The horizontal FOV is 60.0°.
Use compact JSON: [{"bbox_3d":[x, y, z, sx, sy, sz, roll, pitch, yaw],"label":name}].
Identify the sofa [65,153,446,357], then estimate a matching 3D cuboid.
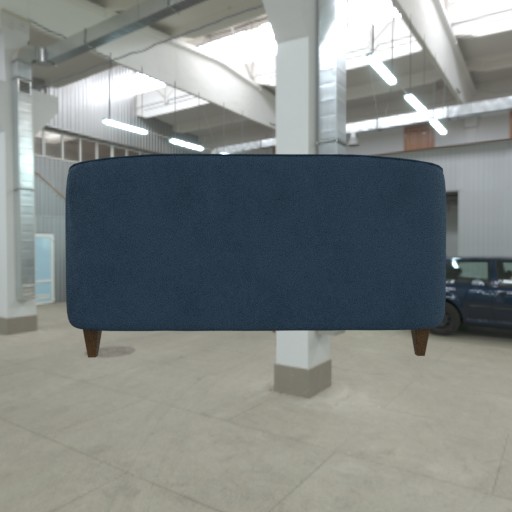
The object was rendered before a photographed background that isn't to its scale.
[{"bbox_3d":[0.000,0.000,2.266,1.733,0.854,0.941,0,1,-1],"label":"sofa"}]
